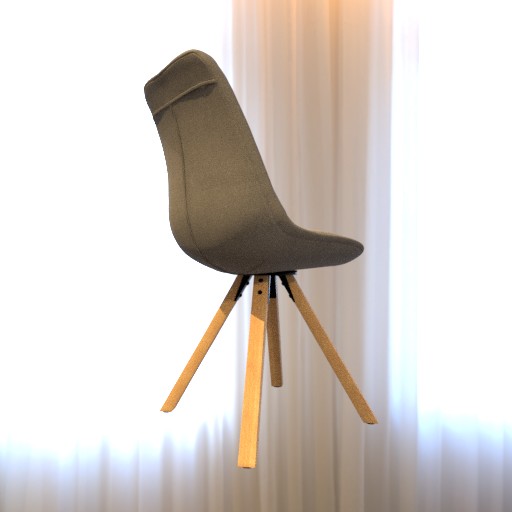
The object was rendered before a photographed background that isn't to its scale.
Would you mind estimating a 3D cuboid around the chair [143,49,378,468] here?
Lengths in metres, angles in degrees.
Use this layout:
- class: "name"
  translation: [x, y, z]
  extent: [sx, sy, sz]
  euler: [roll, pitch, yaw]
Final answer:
- class: "chair"
  translation: [0.000, 0.000, 1.168]
  extent: [0.549, 0.863, 0.474]
  euler: [0, 0, -35]
